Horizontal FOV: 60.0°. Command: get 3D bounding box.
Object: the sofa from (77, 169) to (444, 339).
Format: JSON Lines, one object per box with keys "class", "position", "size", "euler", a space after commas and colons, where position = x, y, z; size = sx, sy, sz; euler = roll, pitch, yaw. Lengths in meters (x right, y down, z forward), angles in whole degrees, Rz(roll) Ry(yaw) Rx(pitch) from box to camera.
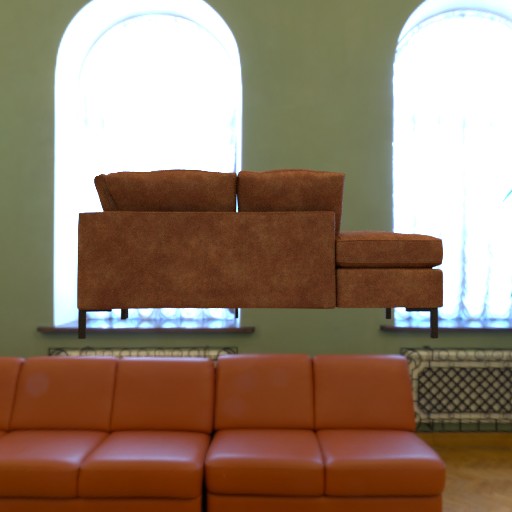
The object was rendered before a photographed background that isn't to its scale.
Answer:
{"class": "sofa", "position": [0.000, 0.000, 3.761], "size": [1.939, 0.900, 2.956], "euler": [0, -1, -1]}
